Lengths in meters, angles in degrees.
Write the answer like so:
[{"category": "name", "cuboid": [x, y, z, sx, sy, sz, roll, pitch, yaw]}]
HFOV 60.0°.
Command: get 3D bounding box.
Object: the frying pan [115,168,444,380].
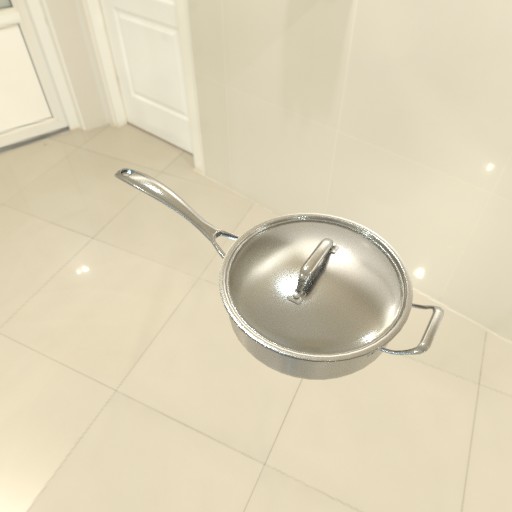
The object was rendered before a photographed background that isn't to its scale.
[{"category": "frying pan", "cuboid": [0.000, 0.000, 0.609, 0.492, 0.111, 0.245, 25, 51, 22]}]
